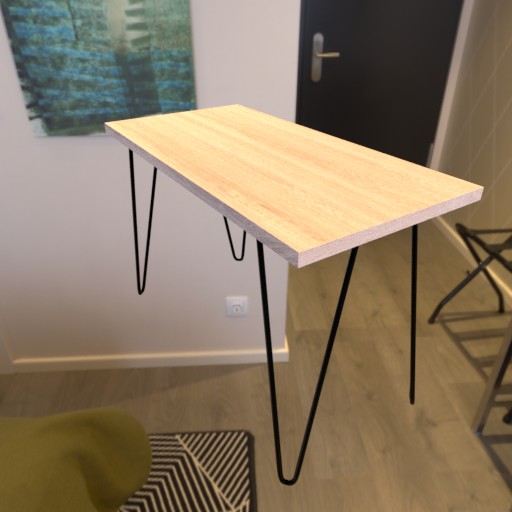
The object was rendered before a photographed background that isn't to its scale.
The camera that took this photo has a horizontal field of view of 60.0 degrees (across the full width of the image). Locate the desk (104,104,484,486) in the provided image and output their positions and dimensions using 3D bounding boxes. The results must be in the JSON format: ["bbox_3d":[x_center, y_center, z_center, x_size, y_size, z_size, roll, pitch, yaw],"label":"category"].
[{"bbox_3d":[0.000,0.000,1.341,0.499,0.660,0.991,-19,35,-29],"label":"desk"}]
